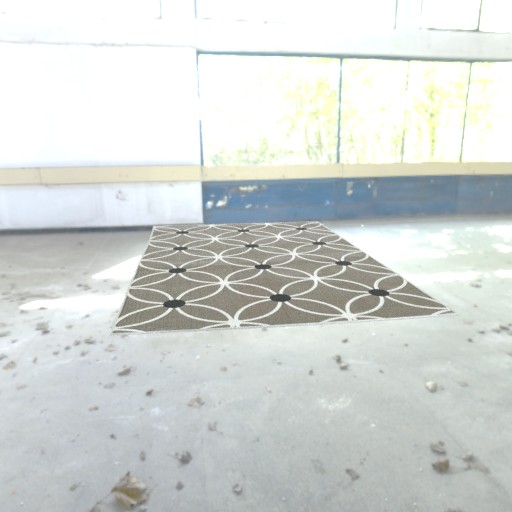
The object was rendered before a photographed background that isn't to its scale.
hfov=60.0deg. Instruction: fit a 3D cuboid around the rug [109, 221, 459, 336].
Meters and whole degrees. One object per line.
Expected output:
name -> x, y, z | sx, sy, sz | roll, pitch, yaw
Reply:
rug -> 0.000, 0.000, 2.960 | 1.522, 0.008, 2.284 | -2, 15, -8
